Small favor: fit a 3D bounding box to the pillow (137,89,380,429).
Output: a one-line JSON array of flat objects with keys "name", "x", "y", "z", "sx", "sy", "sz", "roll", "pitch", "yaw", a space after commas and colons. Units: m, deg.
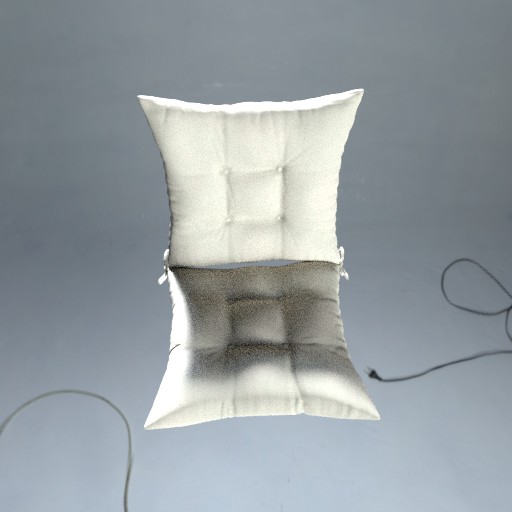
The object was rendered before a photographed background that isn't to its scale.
[{"name": "pillow", "x": 0.000, "y": 0.000, "z": 0.992, "sx": 0.541, "sy": 0.536, "sz": 0.585, "roll": -2, "pitch": 45, "yaw": -2}]
